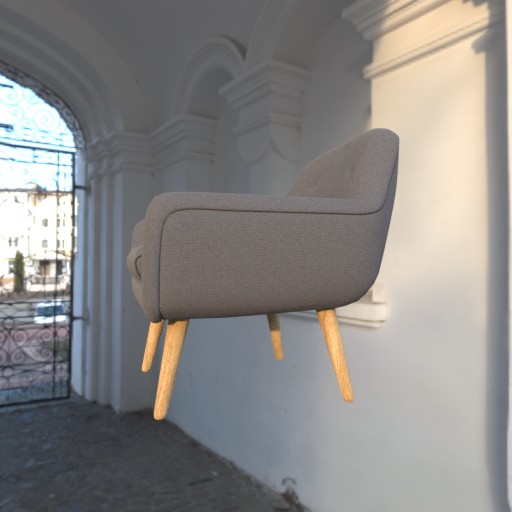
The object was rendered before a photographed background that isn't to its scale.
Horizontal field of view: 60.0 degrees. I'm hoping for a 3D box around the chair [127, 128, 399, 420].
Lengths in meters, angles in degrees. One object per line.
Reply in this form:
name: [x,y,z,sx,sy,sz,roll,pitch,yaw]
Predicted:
chair: [0.000,0.000,1.411,0.779,0.800,0.770,0,0,-18]
